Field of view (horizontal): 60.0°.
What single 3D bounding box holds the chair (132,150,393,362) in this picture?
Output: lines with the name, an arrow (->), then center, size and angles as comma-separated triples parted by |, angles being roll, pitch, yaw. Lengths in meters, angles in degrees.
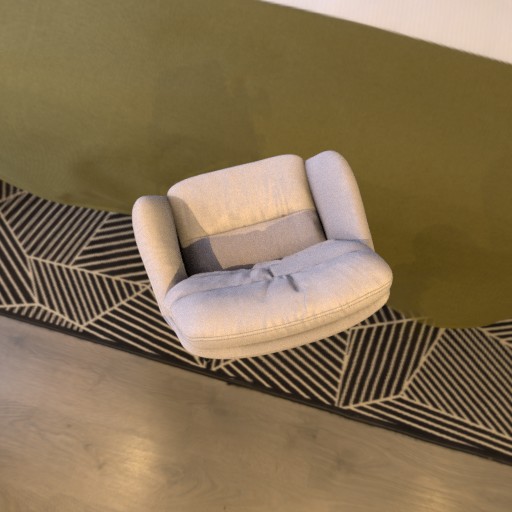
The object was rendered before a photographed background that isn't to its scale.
chair -> 0.000, 0.000, 1.250 | 0.579, 0.888, 0.569 | -15, 75, -4
